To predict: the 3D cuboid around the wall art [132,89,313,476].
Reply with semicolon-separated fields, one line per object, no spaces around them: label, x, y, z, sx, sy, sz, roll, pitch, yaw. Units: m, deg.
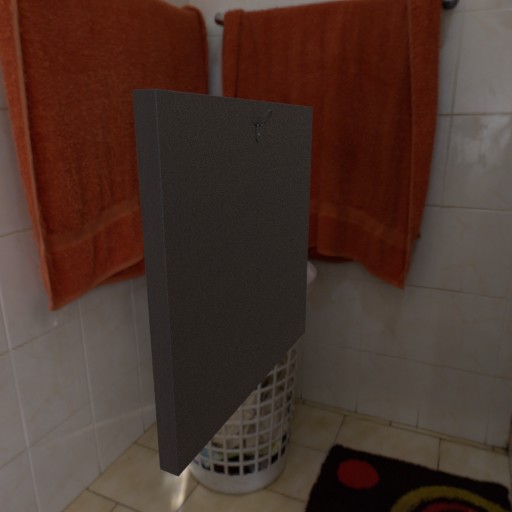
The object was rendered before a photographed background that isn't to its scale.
wall art;0.000;0.000;0.528;0.038;0.349;0.349;8;18;25
